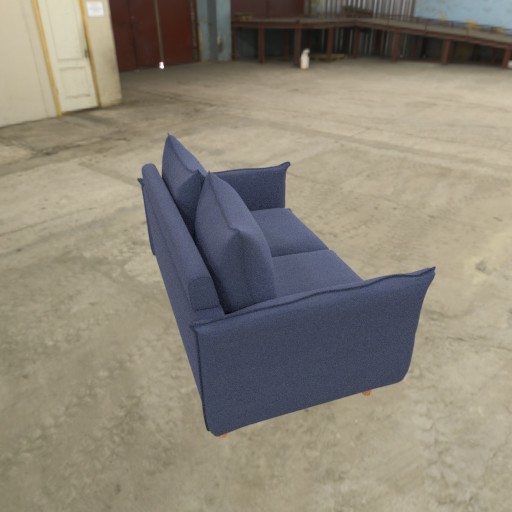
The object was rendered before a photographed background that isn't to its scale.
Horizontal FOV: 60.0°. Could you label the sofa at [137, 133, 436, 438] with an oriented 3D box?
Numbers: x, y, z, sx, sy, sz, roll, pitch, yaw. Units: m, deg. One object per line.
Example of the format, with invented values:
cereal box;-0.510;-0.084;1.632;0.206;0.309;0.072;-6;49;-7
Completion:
sofa;0.000;0.000;1.914;0.820;0.840;1.300;-10;31;-17
